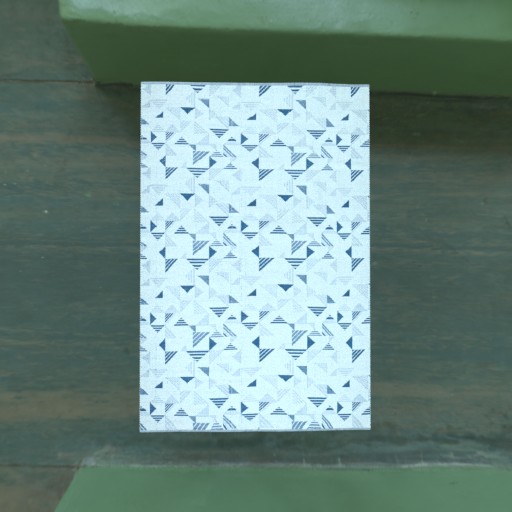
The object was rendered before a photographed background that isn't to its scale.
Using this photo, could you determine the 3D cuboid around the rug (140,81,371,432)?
[{"bbox_3d":[0.000,0.000,2.327,1.206,0.003,1.835,0,89,-2],"label":"rug"}]
